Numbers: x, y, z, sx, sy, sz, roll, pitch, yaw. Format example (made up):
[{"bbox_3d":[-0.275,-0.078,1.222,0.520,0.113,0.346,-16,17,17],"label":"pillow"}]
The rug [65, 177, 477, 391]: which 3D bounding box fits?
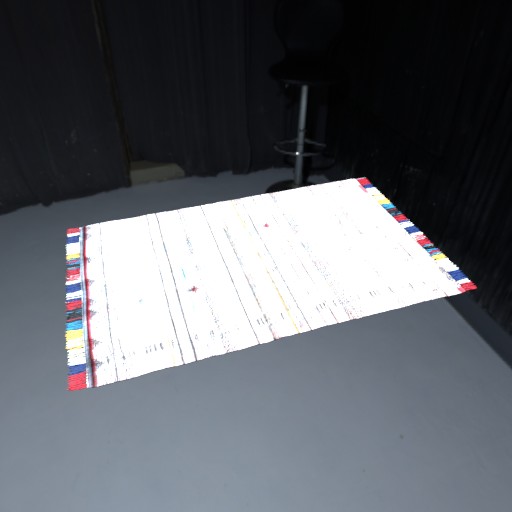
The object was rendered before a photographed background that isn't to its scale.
[{"bbox_3d":[0.000,0.000,3.004,2.465,0.012,1.465,-12,41,-14],"label":"rug"}]
